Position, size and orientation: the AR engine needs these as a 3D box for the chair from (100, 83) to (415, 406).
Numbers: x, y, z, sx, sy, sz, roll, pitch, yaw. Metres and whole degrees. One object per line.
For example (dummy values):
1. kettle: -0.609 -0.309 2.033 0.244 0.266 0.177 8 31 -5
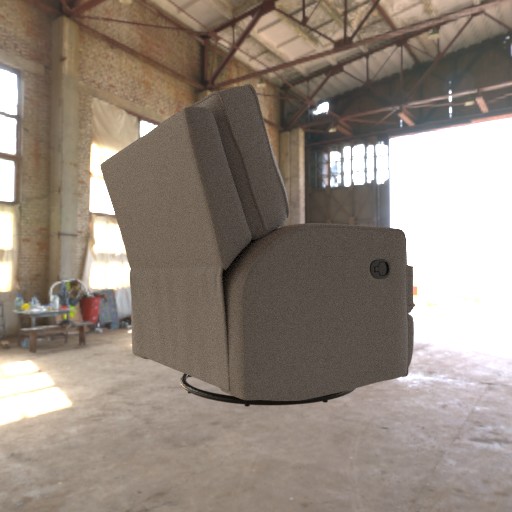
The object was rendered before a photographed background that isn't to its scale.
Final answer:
1. chair: 0.000 0.000 1.692 0.969 0.964 0.861 2 -3 -36
